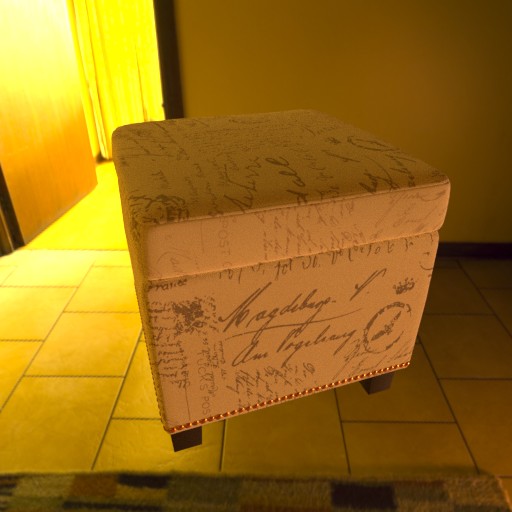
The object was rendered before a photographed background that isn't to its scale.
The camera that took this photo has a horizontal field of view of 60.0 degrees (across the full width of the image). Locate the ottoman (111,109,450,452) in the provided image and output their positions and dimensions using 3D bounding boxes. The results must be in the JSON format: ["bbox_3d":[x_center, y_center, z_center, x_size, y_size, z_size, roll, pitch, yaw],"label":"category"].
[{"bbox_3d":[0.000,0.000,0.834,0.450,0.457,0.449,-10,32,-16],"label":"ottoman"}]
